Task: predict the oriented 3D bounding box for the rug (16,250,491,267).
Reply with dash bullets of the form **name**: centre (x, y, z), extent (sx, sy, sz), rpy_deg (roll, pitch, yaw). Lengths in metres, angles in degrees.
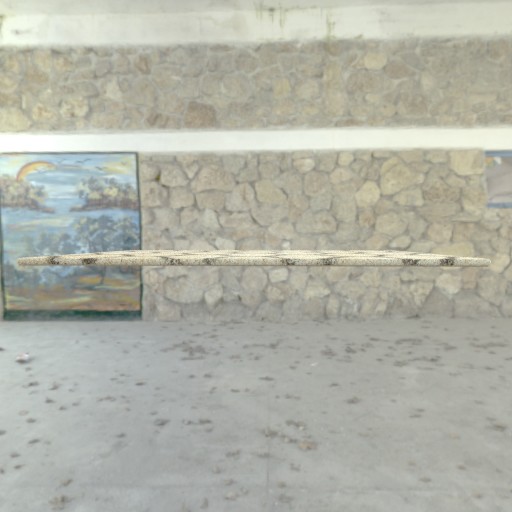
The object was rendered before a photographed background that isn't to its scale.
- **rug**: centre (0.000, 0.000, 2.074), extent (1.600, 0.025, 1.200), rpy_deg (0, 2, 3)
